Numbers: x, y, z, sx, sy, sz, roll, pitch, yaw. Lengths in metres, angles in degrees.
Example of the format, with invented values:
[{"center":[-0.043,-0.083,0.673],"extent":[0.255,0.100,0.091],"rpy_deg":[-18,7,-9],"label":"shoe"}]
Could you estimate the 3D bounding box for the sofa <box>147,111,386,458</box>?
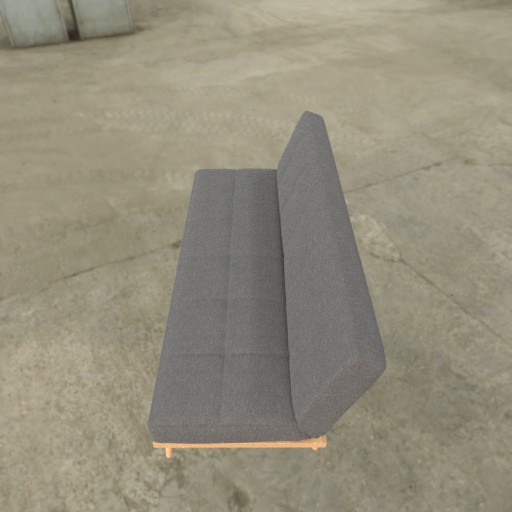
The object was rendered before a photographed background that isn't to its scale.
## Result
[{"center":[0.000,0.000,2.257],"extent":[0.820,0.770,1.820],"rpy_deg":[0,42,0],"label":"sofa"}]
